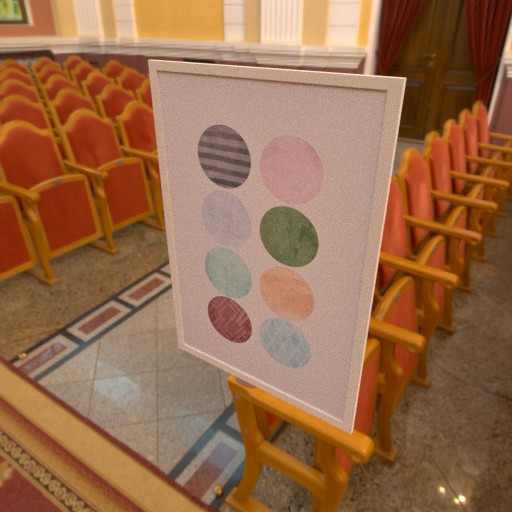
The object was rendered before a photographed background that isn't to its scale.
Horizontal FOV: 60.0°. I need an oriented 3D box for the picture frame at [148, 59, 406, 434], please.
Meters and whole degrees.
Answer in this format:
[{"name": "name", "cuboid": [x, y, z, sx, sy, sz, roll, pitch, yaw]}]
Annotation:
[{"name": "picture frame", "cuboid": [0.000, 0.000, 1.195, 0.659, 0.940, 0.013, 18, 33, 30]}]
